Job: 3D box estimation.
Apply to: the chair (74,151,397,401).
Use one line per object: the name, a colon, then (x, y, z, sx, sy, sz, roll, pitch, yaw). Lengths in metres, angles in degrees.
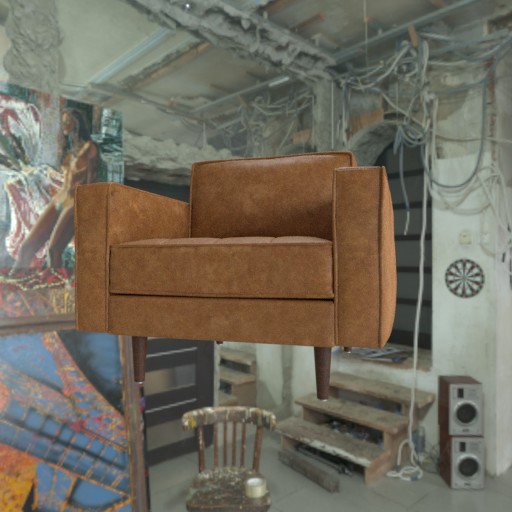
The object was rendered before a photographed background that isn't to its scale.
chair: (0.000, 0.000, 1.535, 0.928, 0.767, 0.798, 0, -1, 17)
